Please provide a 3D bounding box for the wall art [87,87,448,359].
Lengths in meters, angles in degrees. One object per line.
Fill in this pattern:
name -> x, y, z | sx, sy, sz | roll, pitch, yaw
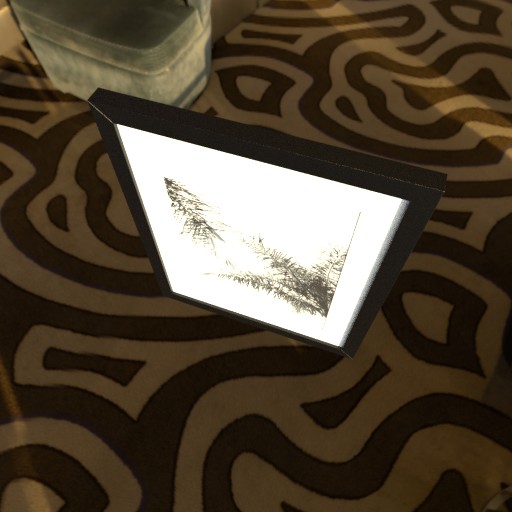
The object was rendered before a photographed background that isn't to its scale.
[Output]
wall art -> 0.000, 0.000, 0.778 | 0.457, 0.557, 0.028 | 17, 59, 10
